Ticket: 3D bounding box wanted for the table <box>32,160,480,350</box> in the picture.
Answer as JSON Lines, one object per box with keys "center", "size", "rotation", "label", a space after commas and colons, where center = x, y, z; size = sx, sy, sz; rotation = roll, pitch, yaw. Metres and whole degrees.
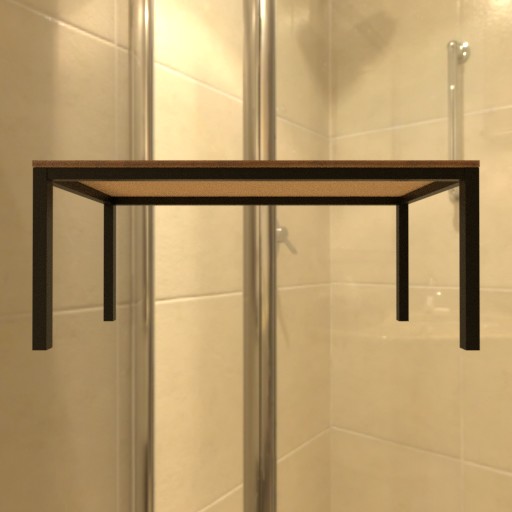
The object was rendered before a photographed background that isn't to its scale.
{"center": [0.000, 0.000, 2.231], "size": [1.805, 0.767, 0.893], "rotation": [0, 0, 0], "label": "table"}
